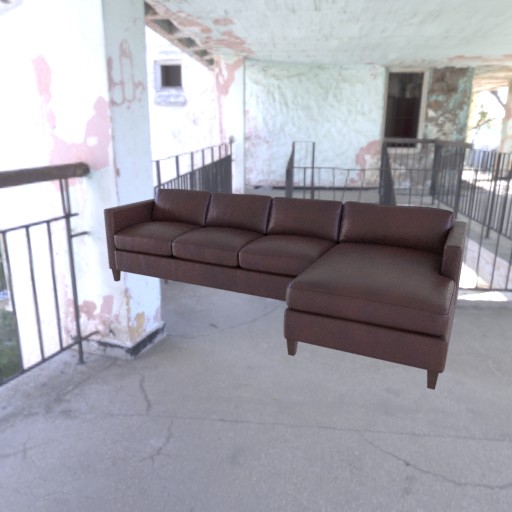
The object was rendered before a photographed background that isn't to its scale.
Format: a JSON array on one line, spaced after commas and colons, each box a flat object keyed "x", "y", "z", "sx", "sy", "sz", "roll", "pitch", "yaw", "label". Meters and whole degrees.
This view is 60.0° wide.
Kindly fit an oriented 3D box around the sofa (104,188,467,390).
[{"x": 0.000, "y": 0.000, "z": 3.825, "sx": 3.203, "sy": 0.883, "sz": 1.581, "roll": 8, "pitch": 18, "yaw": 26, "label": "sofa"}]
